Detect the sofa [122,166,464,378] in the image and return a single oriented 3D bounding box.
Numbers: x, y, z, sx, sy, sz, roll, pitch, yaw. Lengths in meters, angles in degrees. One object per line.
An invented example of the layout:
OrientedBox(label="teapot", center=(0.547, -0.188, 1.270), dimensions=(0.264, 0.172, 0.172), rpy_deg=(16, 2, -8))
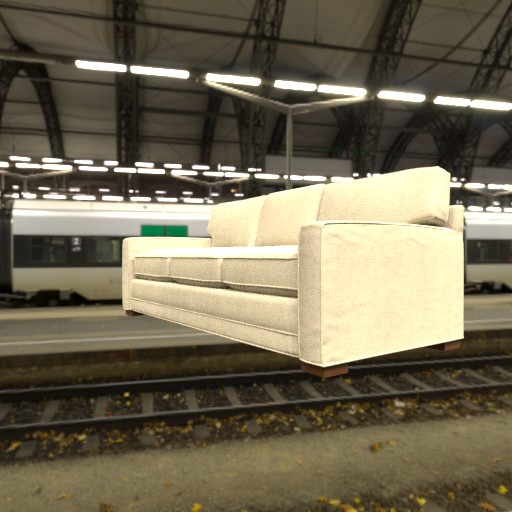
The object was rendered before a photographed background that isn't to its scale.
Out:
OrientedBox(label="sofa", center=(0.000, 0.000, 2.664), dimensions=(0.936, 0.862, 2.093), rpy_deg=(0, 0, -36))
